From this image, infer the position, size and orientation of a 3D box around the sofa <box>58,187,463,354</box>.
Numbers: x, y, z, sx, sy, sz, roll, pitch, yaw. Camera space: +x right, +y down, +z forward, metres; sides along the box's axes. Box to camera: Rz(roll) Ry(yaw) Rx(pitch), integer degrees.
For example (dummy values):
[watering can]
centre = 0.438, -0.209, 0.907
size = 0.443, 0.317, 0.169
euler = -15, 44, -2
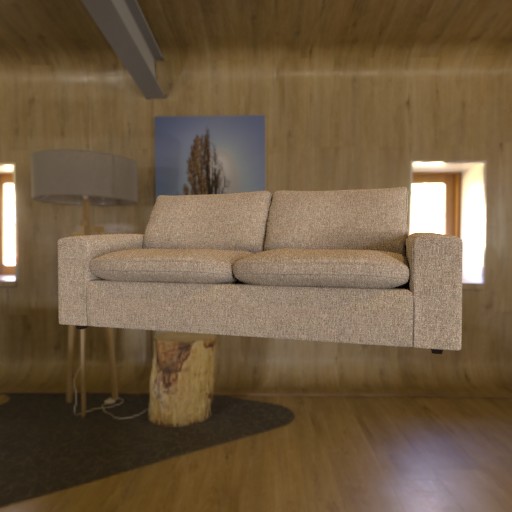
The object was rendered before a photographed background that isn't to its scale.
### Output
[sofa]
centre = 0.000, 0.000, 2.834
size = 2.299, 0.922, 1.040
euler = 1, 2, 17
